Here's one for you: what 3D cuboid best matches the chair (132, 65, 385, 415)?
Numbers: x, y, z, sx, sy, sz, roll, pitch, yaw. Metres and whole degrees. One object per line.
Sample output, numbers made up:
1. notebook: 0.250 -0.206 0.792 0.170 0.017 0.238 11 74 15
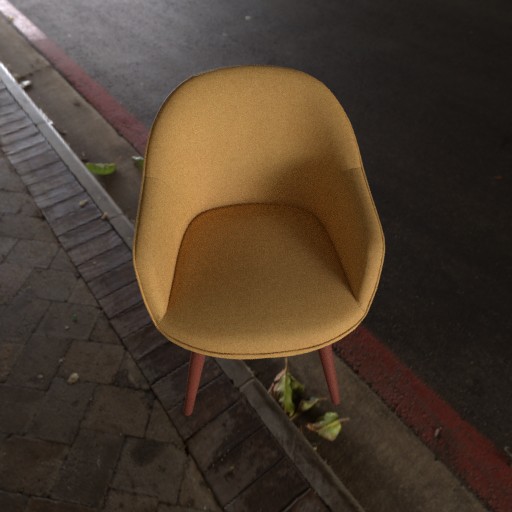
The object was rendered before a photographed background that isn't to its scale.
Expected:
1. chair: 0.000 0.000 1.261 0.596 0.823 0.635 -3 47 -3
